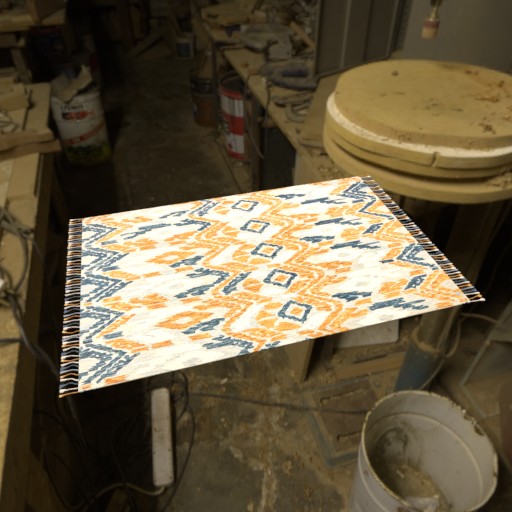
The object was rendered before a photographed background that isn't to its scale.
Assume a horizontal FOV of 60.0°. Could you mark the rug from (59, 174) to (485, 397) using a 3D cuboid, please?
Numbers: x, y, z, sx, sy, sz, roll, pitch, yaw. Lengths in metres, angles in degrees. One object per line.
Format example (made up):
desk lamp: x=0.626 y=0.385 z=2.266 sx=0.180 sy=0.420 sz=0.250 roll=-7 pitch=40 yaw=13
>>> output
rug: x=0.000 y=0.000 z=2.959 sx=2.428 sy=0.010 sz=1.533 roll=-10 pitch=42 yaw=-12
